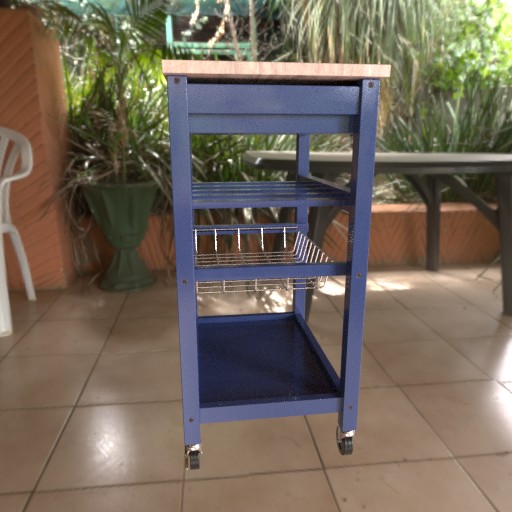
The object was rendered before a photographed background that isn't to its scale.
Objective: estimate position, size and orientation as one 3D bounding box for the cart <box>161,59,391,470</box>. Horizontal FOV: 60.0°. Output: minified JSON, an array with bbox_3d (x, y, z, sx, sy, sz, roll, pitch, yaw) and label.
[{"bbox_3d":[0.000,0.000,1.144,0.403,0.839,0.584,-2,15,-7],"label":"cart"}]
